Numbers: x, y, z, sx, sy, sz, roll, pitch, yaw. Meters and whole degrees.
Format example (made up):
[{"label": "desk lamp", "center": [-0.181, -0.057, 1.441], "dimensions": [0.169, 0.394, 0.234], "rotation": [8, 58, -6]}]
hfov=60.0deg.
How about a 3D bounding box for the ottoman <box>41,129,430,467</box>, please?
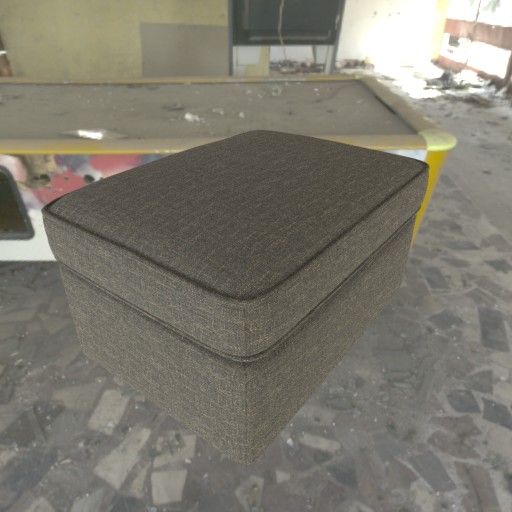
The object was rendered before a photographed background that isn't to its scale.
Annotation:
[{"label": "ottoman", "center": [0.000, 0.000, 1.054], "dimensions": [0.549, 0.450, 0.749], "rotation": [21, 37, 31]}]
